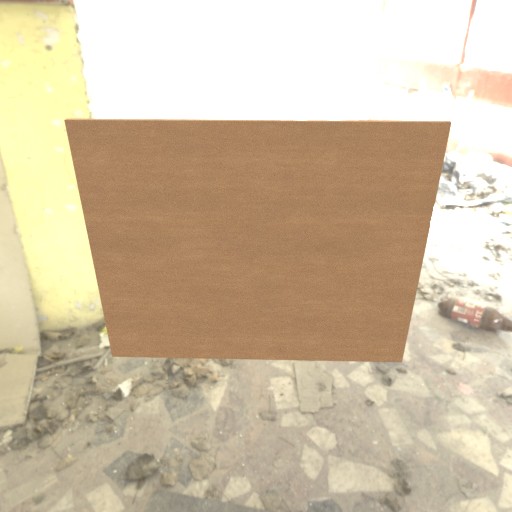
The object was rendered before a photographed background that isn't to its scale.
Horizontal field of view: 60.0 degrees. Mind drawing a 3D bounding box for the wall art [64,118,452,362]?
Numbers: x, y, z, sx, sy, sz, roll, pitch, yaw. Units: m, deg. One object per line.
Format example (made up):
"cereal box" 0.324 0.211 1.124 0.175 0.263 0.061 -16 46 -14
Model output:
"wall art" 0.000 0.000 0.682 0.508 0.408 0.010 1 29 1
